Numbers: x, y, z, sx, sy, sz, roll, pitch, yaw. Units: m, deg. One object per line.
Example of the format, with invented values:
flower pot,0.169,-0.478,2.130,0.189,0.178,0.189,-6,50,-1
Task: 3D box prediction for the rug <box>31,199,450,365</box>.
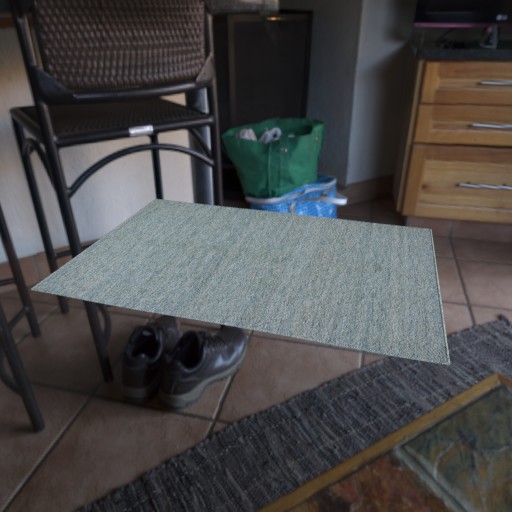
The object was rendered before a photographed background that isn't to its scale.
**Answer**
rug,0.000,0.000,2.943,2.283,0.013,1.547,8,29,14
